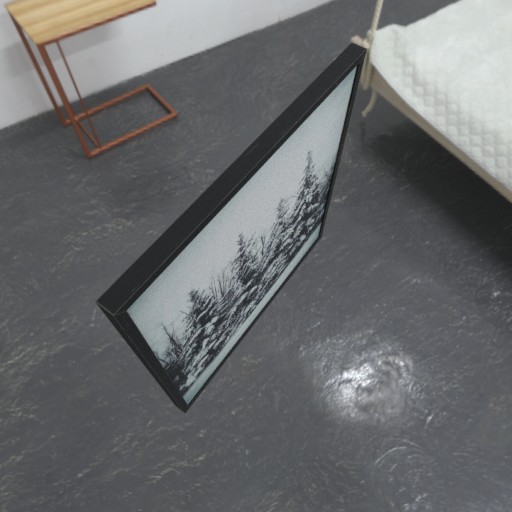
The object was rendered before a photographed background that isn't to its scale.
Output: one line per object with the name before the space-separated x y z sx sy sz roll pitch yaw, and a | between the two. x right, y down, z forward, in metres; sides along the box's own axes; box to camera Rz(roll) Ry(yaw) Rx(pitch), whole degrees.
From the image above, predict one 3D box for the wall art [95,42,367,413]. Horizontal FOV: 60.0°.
wall art | 0.000 0.000 1.136 0.037 0.761 0.761 32 65 17
